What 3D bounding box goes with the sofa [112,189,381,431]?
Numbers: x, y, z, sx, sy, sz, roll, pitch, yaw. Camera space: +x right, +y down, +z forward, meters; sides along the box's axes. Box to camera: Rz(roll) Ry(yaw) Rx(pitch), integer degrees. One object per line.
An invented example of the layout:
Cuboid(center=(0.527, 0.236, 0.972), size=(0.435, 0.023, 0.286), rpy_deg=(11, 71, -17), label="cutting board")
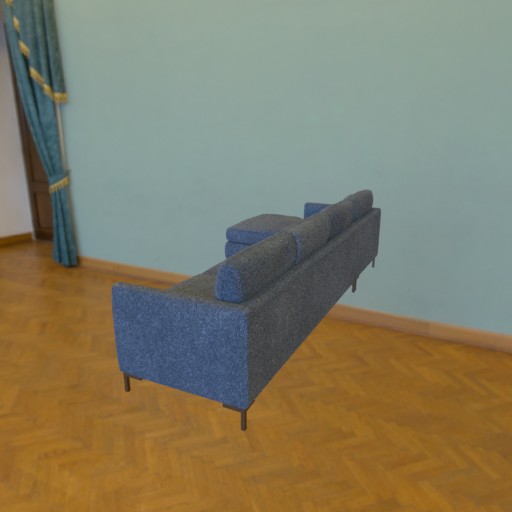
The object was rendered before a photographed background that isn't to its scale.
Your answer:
Cuboid(center=(0.000, 0.000, 3.483), size=(1.350, 0.810, 2.932), rpy_deg=(8, 18, 25), label="sofa")
